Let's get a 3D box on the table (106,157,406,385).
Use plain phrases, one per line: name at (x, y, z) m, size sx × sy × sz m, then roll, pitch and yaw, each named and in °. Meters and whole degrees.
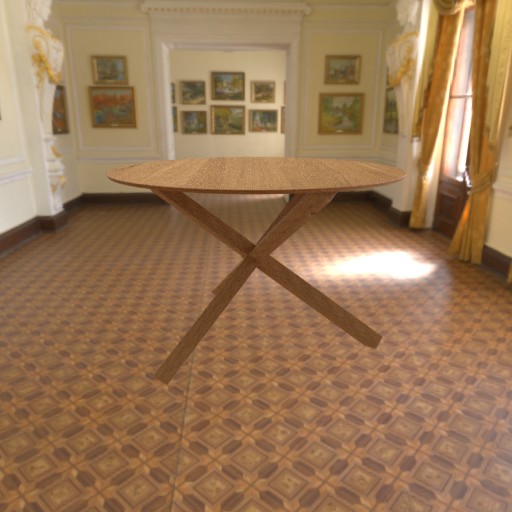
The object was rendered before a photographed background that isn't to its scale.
table at (0.000, 0.000, 1.706) m, size 1.038 × 0.666 × 1.038 m, roll 0°, pitch 17°, yaw 0°
